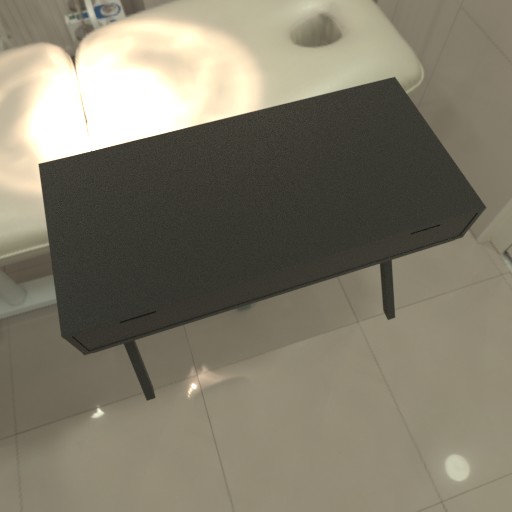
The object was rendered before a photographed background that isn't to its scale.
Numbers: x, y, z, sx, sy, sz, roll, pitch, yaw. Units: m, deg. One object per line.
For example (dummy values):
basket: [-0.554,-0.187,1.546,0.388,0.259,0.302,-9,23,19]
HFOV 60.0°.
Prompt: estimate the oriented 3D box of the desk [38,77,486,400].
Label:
desk: [0.000,0.000,1.494,1.057,0.780,0.504,-16,63,-9]
